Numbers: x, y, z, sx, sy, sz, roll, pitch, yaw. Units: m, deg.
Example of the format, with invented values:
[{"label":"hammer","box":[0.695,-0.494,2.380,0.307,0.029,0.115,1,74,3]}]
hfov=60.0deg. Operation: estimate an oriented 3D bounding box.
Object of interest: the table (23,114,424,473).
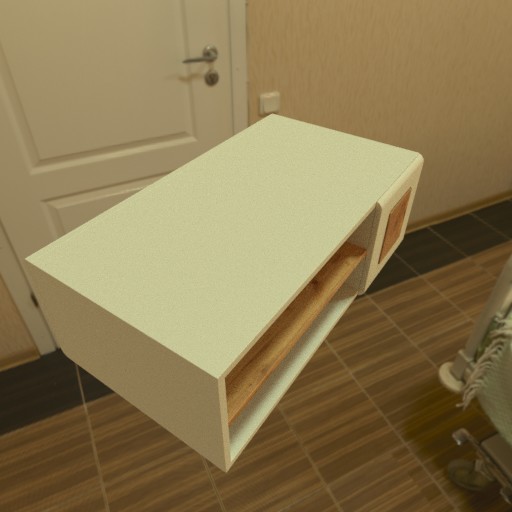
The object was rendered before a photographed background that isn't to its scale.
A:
[{"label":"table","box":[0.000,0.000,1.428,0.639,0.442,1.097,24,45,26]}]
